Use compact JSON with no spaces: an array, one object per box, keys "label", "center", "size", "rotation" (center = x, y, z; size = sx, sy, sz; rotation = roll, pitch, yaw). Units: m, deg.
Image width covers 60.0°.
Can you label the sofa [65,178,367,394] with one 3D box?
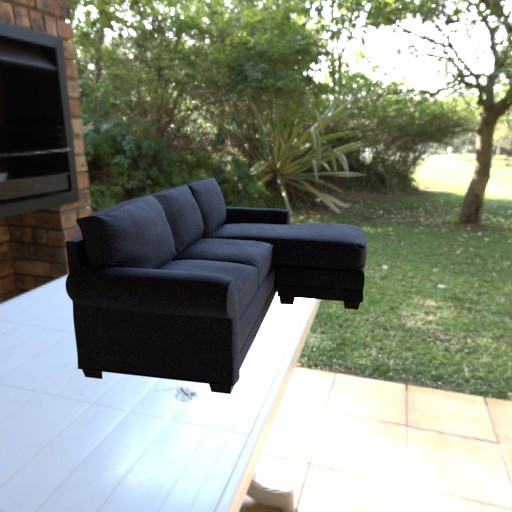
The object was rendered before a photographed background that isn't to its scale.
[{"label":"sofa","center":[0.000,0.000,3.566],"size":[1.780,1.063,2.567],"rotation":[3,15,11]}]
